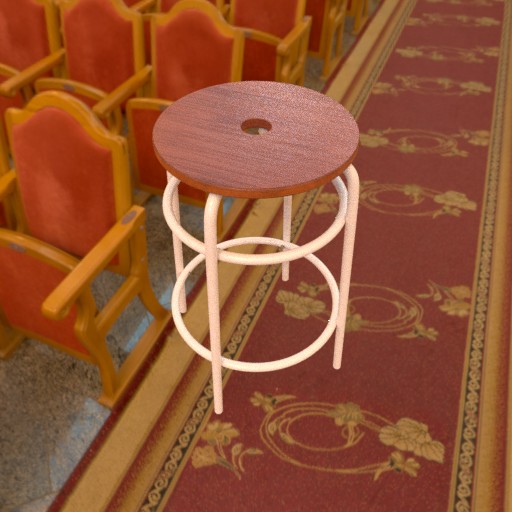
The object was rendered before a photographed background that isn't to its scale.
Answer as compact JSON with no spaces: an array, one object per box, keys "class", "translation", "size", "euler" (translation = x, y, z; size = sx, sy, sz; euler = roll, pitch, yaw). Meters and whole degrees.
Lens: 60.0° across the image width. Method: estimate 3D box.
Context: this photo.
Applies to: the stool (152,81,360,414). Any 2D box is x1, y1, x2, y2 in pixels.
[{"class":"stool","translation":[0.000,0.000,0.942],"size":[0.455,0.610,0.455],"euler":[17,49,16]}]
